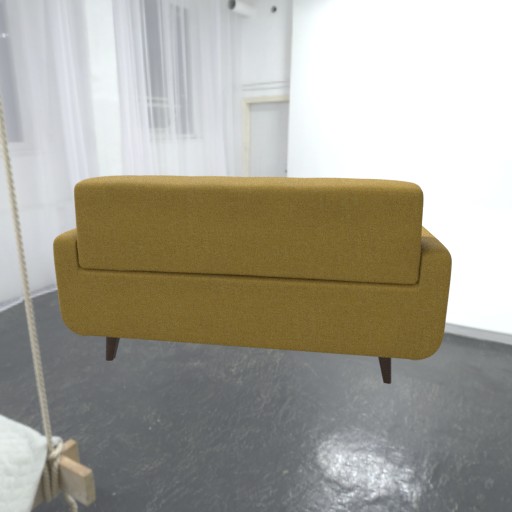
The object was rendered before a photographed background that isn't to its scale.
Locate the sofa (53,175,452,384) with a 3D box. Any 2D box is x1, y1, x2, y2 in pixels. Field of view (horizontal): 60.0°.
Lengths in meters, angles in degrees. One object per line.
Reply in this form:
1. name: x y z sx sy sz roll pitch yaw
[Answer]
1. sofa: 0.000 0.000 2.228 1.631 0.841 0.909 2 15 9
